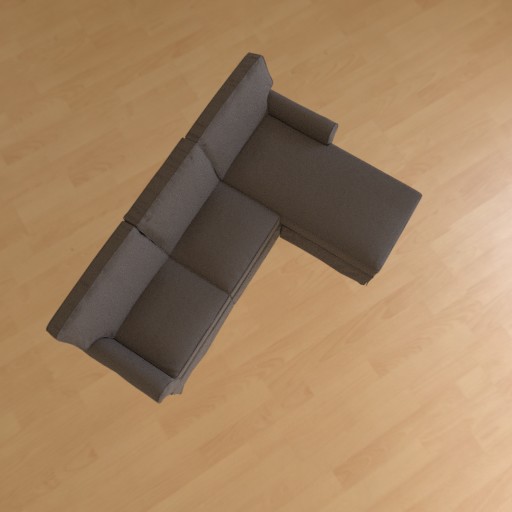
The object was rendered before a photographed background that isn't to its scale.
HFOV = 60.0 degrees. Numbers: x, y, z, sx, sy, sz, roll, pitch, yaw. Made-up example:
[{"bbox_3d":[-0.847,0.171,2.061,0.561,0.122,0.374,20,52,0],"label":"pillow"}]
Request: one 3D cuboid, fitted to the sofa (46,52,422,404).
[{"bbox_3d":[0.000,0.000,3.311,1.733,0.978,2.475,31,78,7],"label":"sofa"}]
